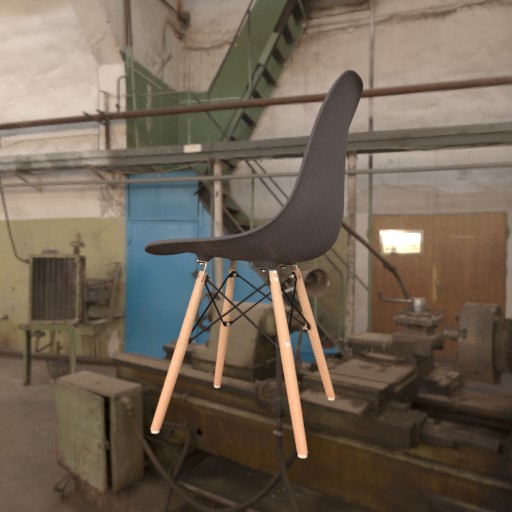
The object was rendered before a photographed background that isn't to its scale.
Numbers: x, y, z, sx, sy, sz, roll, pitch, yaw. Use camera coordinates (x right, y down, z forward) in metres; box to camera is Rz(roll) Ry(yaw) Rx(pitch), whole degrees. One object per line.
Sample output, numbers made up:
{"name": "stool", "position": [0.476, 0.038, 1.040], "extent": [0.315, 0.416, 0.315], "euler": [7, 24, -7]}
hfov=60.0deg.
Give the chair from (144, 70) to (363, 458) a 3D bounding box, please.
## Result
{"name": "chair", "position": [0.000, 0.000, 1.141], "extent": [0.533, 0.826, 0.470], "euler": [0, 1, 19]}
